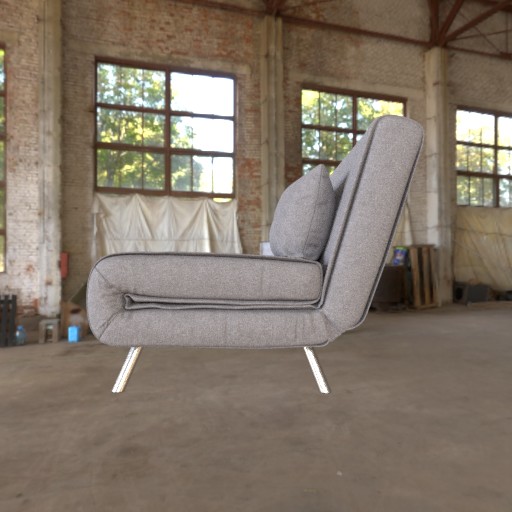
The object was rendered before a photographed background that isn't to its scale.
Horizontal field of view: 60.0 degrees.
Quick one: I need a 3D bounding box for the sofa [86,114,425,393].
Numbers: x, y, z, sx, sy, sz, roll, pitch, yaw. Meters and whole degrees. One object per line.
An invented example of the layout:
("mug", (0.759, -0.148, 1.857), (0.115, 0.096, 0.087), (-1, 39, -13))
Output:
("sofa", (0.000, 0.000, 1.783), (1.000, 0.825, 1.020), (0, 0, 1))
